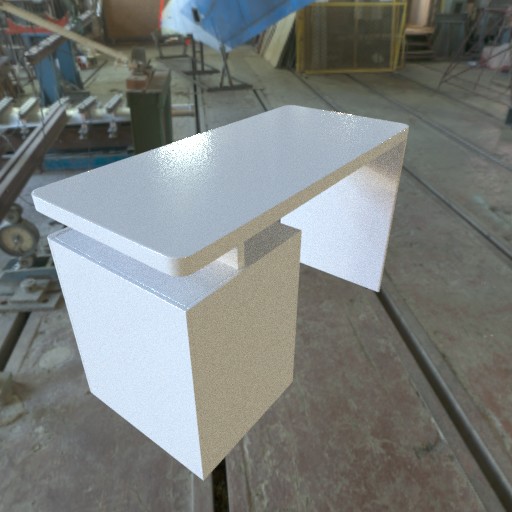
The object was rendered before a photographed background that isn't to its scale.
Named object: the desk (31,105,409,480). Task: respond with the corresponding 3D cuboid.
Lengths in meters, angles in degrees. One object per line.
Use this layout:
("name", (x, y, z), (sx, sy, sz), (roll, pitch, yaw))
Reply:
("desk", (0.000, 0.000, 1.579), (0.550, 0.760, 1.200), (22, 38, 31))
